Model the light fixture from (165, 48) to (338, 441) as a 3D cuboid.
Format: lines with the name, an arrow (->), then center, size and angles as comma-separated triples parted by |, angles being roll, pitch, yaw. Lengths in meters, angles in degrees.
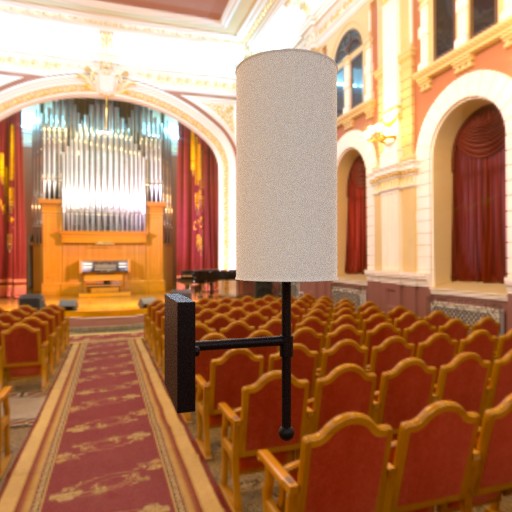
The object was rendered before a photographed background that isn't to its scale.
light fixture -> 0.000, 0.000, 0.544 | 0.208, 0.462, 0.128 | 0, 0, -18
